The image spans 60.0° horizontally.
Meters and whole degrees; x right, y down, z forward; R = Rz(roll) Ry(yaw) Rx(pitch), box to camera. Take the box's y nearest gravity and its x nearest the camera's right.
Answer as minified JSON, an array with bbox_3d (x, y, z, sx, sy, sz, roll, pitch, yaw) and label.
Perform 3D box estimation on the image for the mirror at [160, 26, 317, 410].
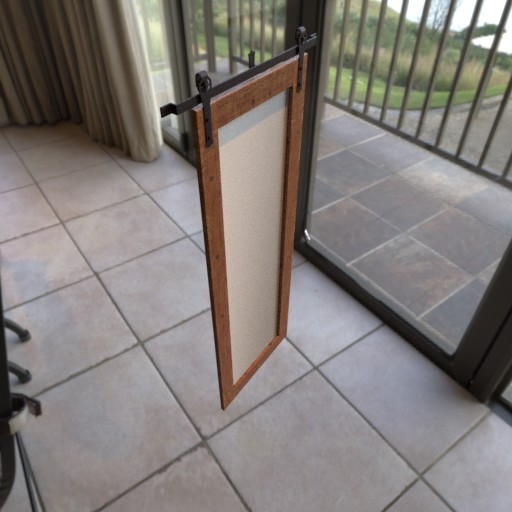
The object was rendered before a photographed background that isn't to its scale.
[{"bbox_3d":[0.000,0.000,2.014,0.042,1.793,0.847,25,48,26],"label":"mirror"}]
